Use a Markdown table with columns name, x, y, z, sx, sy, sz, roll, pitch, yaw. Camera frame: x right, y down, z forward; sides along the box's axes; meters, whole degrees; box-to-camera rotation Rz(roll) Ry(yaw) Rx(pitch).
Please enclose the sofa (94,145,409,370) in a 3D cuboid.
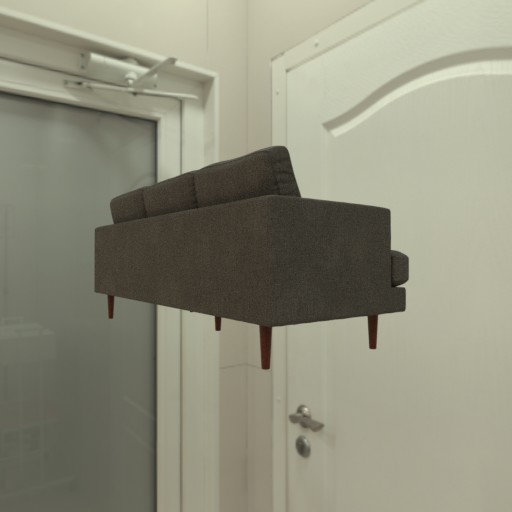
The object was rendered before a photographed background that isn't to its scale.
| name | x | y | z | sx | sy | sz | roll | pitch | yaw |
| --- | --- | --- | --- | --- | --- | --- | --- | --- | --- |
| sofa | 0.000 | 0.000 | 3.019 | 1.504 | 0.956 | 2.233 | 0 | 0 | -37 |
